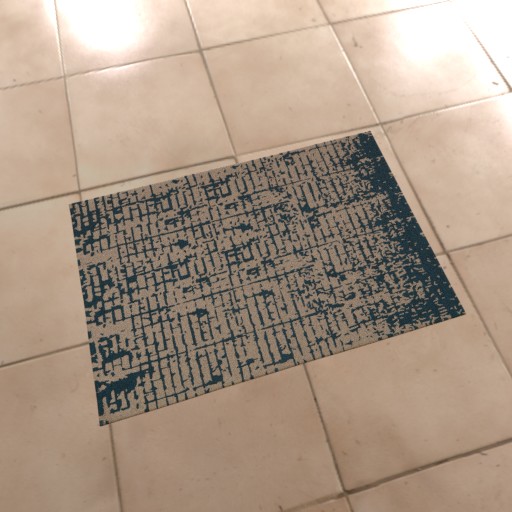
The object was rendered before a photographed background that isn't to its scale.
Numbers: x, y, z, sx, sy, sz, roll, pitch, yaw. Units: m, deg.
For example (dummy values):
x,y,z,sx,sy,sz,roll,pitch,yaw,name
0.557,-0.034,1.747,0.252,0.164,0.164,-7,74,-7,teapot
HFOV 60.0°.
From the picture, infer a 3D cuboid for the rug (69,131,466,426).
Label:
x,y,z,sx,sy,sz,roll,pitch,yaw,name
0.000,0.000,2.350,1.828,0.007,1.220,-15,66,-7,rug
